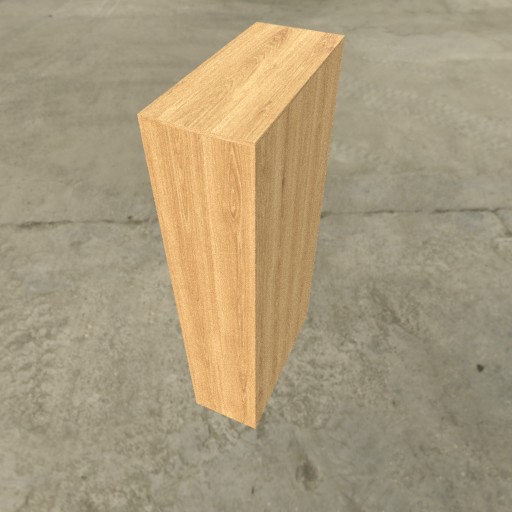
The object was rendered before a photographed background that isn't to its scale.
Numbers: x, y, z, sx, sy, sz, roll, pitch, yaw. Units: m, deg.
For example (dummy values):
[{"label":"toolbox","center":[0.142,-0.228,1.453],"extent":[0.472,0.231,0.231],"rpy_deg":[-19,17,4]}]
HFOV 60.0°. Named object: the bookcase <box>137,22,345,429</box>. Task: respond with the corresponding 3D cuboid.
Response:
[{"label":"bookcase","center":[0.000,0.000,2.397],"extent":[0.420,2.020,0.950],"rpy_deg":[18,48,17]}]
